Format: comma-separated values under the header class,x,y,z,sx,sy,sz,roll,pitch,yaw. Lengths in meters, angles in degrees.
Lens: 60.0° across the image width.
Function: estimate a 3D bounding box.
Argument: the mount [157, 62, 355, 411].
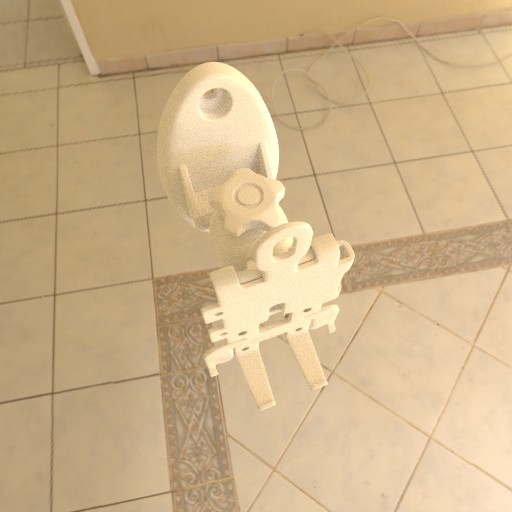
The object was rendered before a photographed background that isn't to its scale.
class,x,y,z,sx,sy,sz,roll,pitch,yaw
mount,0.000,0.000,0.178,0.066,0.118,0.100,-18,65,-9
